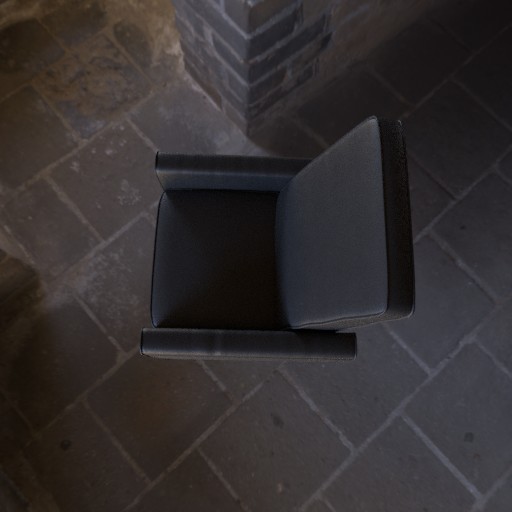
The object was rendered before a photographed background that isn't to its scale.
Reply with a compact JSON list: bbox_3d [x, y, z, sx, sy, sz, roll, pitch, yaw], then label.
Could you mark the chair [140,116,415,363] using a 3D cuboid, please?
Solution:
[{"bbox_3d":[0.000,0.000,1.542,0.746,1.013,0.705,1,76,0],"label":"chair"}]
